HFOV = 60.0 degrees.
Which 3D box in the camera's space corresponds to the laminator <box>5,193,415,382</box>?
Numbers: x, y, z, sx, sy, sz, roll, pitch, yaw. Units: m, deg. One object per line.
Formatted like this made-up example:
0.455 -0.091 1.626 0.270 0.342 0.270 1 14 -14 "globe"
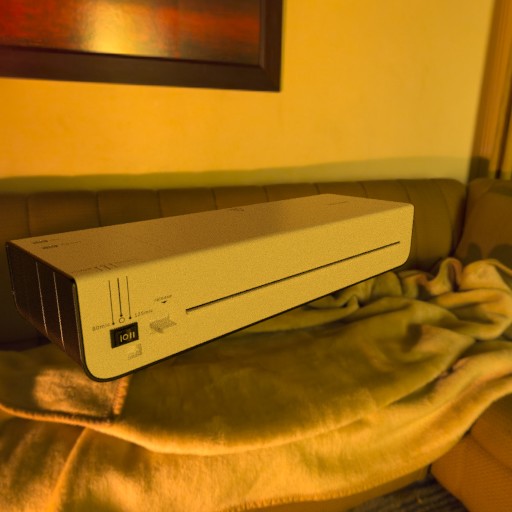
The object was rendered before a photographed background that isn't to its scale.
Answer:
0.000 0.000 0.369 0.340 0.062 0.123 -14 21 -42 "laminator"
